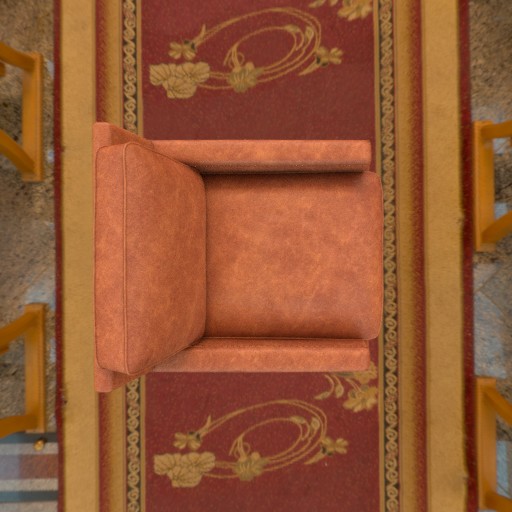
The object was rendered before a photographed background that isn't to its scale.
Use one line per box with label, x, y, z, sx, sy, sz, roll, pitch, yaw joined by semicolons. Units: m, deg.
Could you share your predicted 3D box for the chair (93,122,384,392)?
chair;0.000;0.000;1.704;1.014;0.943;0.853;0;91;0
